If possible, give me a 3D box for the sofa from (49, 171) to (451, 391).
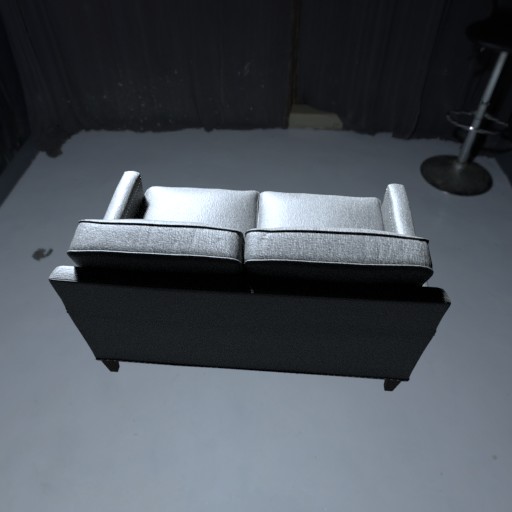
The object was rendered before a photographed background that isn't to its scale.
[{"bbox_3d":[0.000,0.000,2.253,1.597,1.003,1.084,3,46,3],"label":"sofa"}]
